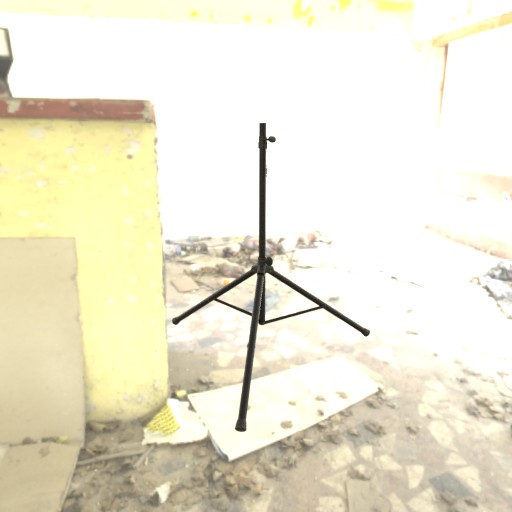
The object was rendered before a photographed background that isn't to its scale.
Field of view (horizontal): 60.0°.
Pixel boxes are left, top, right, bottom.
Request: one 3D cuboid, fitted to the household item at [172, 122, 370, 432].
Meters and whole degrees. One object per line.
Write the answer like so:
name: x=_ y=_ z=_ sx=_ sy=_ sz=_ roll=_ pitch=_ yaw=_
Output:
household item: x=0.000 y=0.000 z=2.760 sx=1.596 sy=1.595 sz=1.339 roll=3 pitch=16 yaw=9
